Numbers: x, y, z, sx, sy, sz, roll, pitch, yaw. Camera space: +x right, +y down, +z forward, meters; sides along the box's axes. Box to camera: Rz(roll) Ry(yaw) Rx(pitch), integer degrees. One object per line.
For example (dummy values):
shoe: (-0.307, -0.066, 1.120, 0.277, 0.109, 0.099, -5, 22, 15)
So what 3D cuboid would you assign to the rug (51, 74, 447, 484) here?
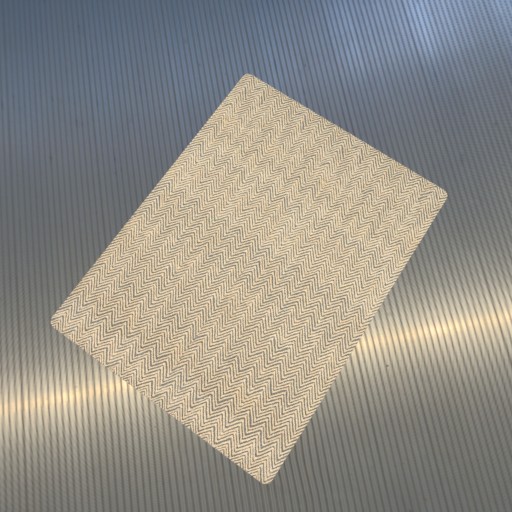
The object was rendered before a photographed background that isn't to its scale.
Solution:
rug: (0.000, 0.000, 4.219, 2.439, 0.014, 3.207, 34, 78, 8)
